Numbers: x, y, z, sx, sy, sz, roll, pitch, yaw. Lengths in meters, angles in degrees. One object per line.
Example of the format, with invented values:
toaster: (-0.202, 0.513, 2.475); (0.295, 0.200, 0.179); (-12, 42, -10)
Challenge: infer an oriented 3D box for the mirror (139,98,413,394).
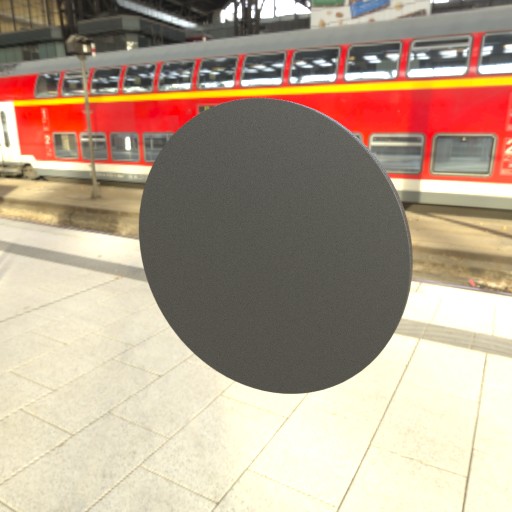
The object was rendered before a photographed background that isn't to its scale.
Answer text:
mirror: (0.000, 0.000, 1.603); (1.077, 1.077, 0.036); (8, 18, 27)
